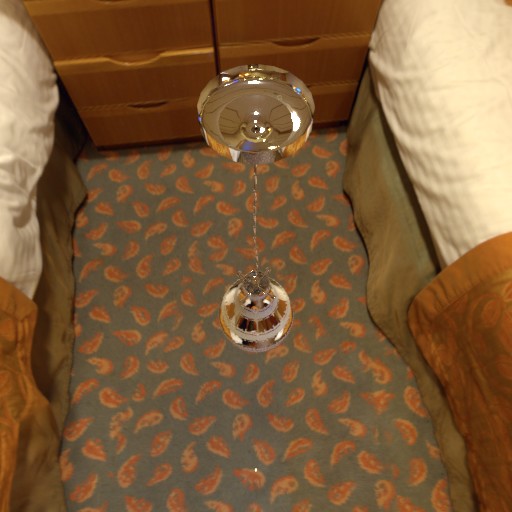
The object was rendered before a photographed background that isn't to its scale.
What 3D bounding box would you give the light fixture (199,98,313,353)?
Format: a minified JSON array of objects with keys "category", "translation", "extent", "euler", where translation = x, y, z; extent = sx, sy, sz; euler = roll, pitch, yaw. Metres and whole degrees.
[{"category":"light fixture","translation":[0.000,0.000,1.593],"extent":[0.374,1.457,0.374],"euler":[34,69,15]}]
